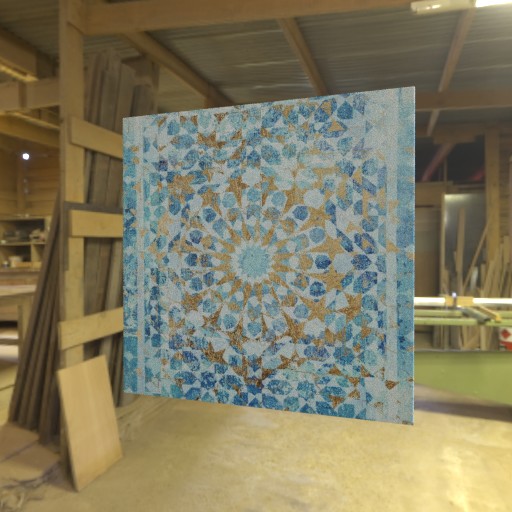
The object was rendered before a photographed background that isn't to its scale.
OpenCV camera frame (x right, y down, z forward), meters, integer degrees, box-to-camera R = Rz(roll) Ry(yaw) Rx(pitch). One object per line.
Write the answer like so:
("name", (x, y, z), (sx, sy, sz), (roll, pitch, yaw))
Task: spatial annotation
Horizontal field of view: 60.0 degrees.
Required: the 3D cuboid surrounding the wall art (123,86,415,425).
("wall art", (0.000, 0.000, 0.907), (0.609, 0.609, 0.040), (0, 1, 18))
